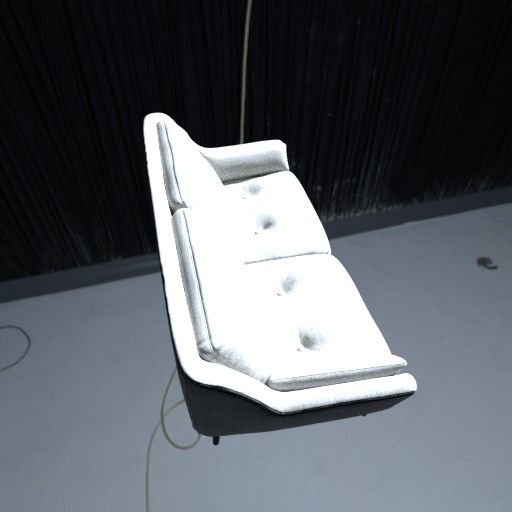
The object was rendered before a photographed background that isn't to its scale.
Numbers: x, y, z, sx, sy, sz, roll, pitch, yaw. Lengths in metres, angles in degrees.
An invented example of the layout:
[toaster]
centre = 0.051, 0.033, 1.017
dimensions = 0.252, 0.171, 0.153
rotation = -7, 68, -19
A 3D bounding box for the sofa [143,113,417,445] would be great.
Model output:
[sofa]
centre = 0.000, 0.000, 2.394
dimensions = 0.976, 0.897, 1.930
rotation = -10, 46, -10
